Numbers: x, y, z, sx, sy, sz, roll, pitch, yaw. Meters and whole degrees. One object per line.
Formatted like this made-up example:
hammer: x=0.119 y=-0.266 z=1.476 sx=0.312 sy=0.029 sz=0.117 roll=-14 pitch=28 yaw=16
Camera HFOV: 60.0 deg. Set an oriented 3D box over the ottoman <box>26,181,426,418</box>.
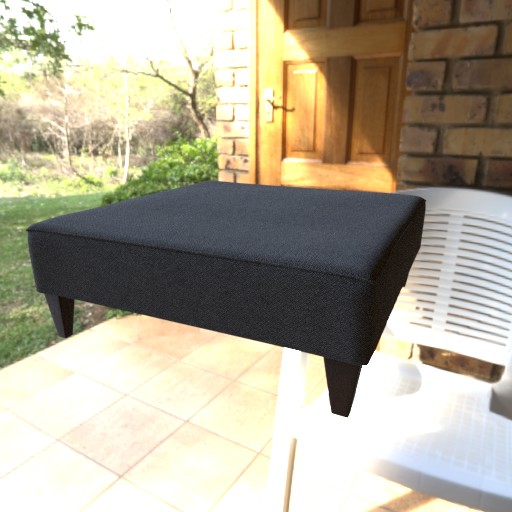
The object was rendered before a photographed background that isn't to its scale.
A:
ottoman: x=0.000 y=0.000 z=1.487 sx=0.970 sy=0.378 sz=0.981 roll=8 pitch=19 yaw=24
